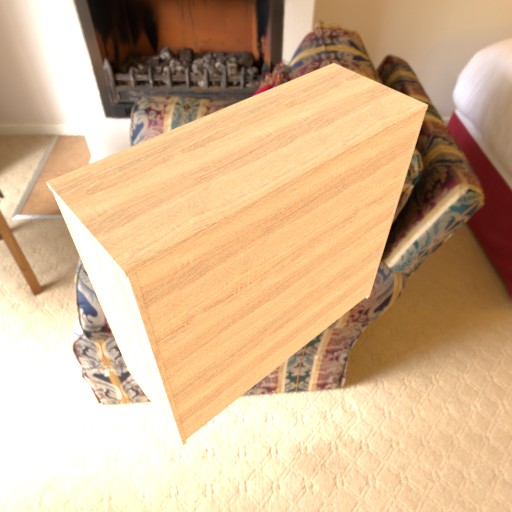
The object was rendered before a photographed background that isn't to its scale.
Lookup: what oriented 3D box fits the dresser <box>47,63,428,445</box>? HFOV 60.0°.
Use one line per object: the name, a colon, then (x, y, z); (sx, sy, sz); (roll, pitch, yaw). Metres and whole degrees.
dresser: (0.000, 0.000, 1.485); (0.980, 0.900, 0.380); (-32, 55, -26)
